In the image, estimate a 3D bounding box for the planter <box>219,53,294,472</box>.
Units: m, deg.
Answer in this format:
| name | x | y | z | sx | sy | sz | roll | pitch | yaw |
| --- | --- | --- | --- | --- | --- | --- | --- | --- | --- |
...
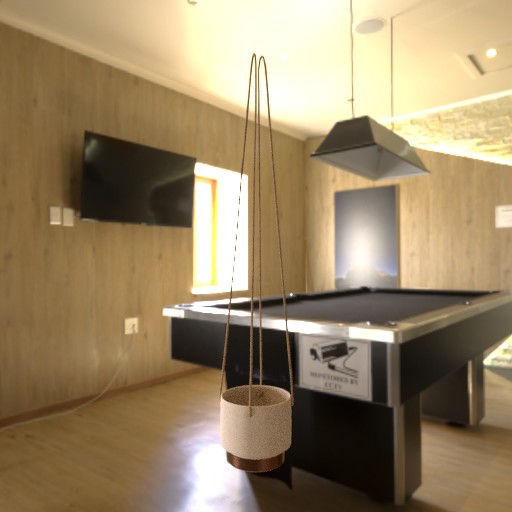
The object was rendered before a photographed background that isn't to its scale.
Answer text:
| name | x | y | z | sx | sy | sz | roll | pitch | yaw |
| --- | --- | --- | --- | --- | --- | --- | --- | --- | --- |
| planter | 0.000 | 0.000 | 0.919 | 0.146 | 0.841 | 0.146 | 0 | 0 | -36 |
